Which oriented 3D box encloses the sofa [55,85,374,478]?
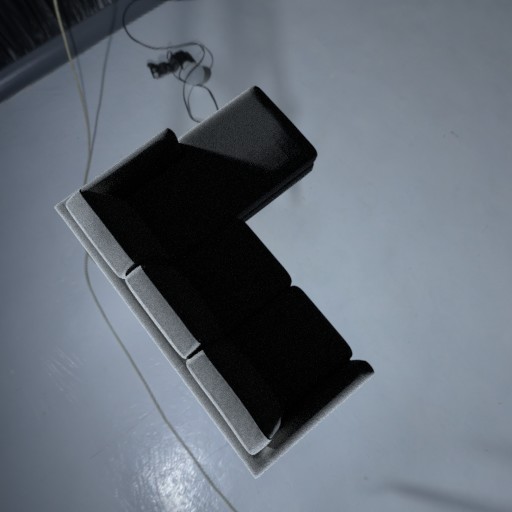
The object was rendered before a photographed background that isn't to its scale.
[{"bbox_3d":[0.000,0.000,2.962,1.667,0.957,2.055,-38,79,-9],"label":"sofa"}]
